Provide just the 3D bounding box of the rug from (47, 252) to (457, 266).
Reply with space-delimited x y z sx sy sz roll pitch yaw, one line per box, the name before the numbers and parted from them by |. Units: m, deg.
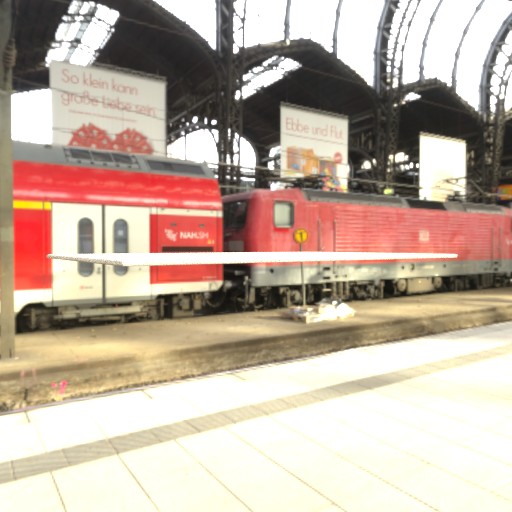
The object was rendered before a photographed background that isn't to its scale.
rug | 0.000 0.000 3.511 2.743 0.030 1.778 -1 2 -35
